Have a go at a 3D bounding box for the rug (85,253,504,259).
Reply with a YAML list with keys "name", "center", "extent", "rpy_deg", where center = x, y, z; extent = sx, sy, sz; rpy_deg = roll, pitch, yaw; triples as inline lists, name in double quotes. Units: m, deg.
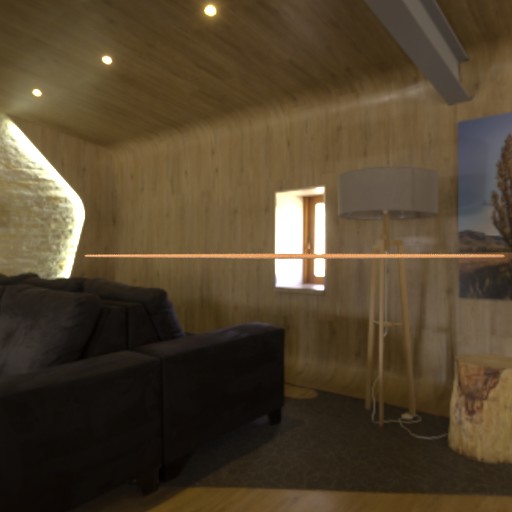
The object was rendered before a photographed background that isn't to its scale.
- name: "rug"
  center: [0.000, 0.000, 2.006]
  extent: [1.078, 0.013, 1.678]
  rpy_deg: [0, 0, -36]
